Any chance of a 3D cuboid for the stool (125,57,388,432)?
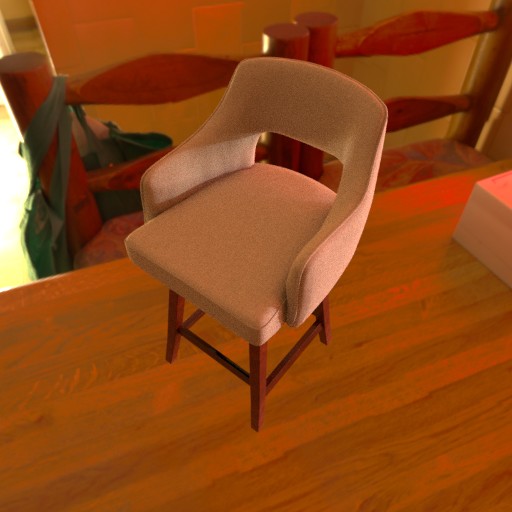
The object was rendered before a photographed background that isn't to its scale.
[{"bbox_3d":[0.000,0.000,1.300,0.550,0.936,0.560,30,53,25],"label":"stool"}]
